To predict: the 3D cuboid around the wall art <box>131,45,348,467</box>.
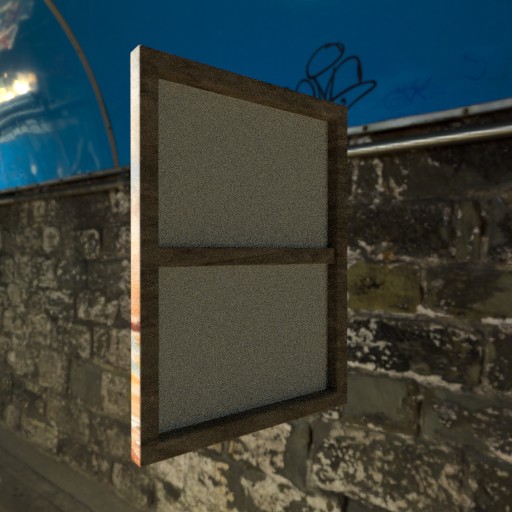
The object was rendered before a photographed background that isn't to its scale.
[{"bbox_3d":[0.000,0.000,0.779,0.443,0.605,0.035,0,1,-37],"label":"wall art"}]
